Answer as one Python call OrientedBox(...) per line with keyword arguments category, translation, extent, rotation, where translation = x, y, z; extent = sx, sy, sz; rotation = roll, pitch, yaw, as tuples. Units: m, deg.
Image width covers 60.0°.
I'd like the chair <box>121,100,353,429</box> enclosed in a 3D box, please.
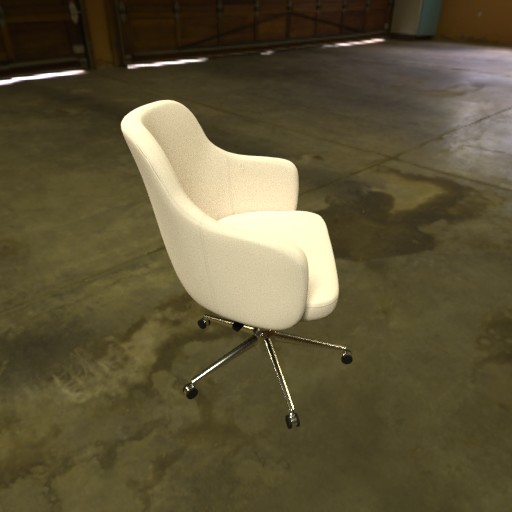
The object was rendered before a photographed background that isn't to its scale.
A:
OrientedBox(category="chair", translation=(0.000, 0.000, 1.299), extent=(0.647, 0.819, 0.602), rotation=(1, 31, 2))
